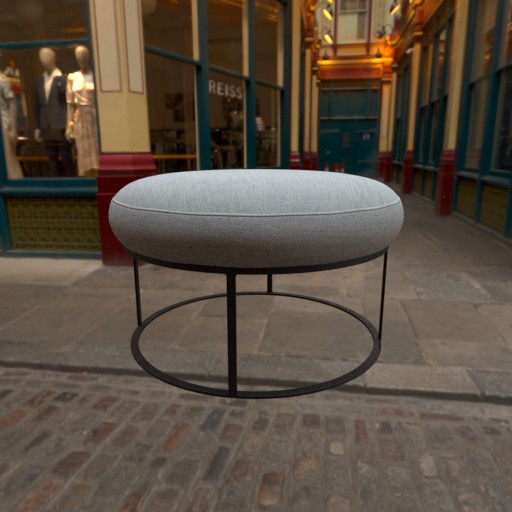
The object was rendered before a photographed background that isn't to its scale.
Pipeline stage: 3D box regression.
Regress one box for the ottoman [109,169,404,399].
[{"bbox_3d":[0.000,0.000,1.242,0.769,0.459,0.769,0,14,0],"label":"ottoman"}]
